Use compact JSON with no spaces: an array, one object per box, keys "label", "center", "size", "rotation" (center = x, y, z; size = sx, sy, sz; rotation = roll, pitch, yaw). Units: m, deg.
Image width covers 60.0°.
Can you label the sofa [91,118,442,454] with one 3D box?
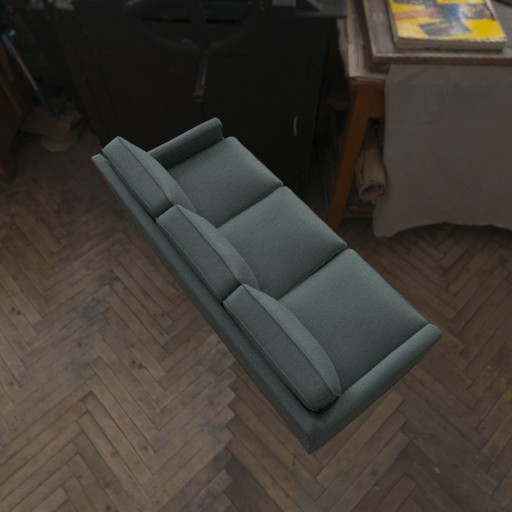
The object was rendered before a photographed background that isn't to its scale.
[{"label":"sofa","center":[0.000,0.000,2.898],"size":[1.084,1.003,2.246],"rotation":[-33,64,-19]}]
